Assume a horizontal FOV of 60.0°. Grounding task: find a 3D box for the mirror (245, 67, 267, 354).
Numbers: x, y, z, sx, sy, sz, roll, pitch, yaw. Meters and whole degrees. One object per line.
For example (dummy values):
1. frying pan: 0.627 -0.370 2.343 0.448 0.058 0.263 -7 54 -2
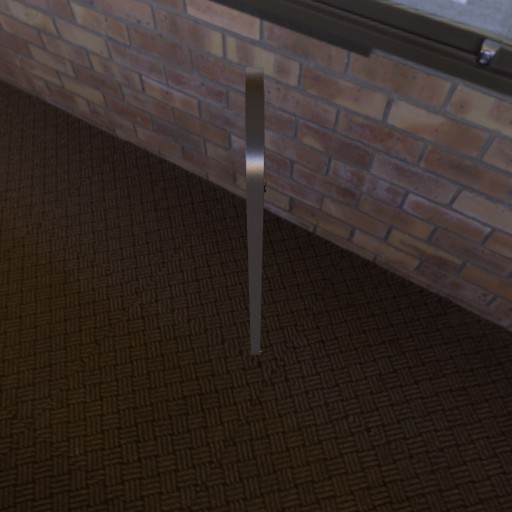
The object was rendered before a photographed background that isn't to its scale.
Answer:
1. mirror: 0.000 0.000 1.081 0.032 0.991 0.222 0 59 0
